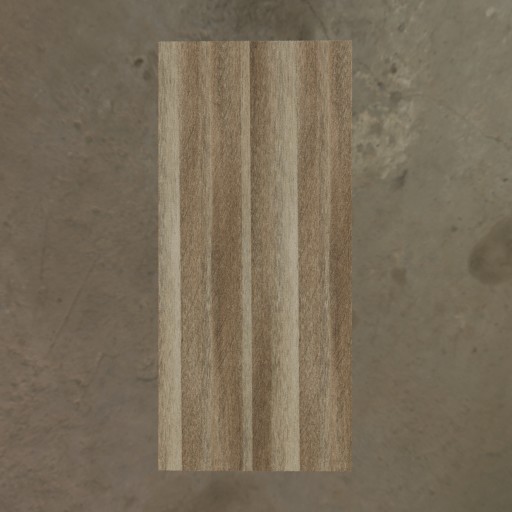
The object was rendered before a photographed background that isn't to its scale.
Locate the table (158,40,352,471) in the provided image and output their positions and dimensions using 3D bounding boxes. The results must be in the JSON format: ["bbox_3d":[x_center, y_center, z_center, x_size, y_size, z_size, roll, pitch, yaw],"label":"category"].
[{"bbox_3d":[0.000,0.000,1.368,0.493,0.480,1.095,0,90,1],"label":"table"}]
